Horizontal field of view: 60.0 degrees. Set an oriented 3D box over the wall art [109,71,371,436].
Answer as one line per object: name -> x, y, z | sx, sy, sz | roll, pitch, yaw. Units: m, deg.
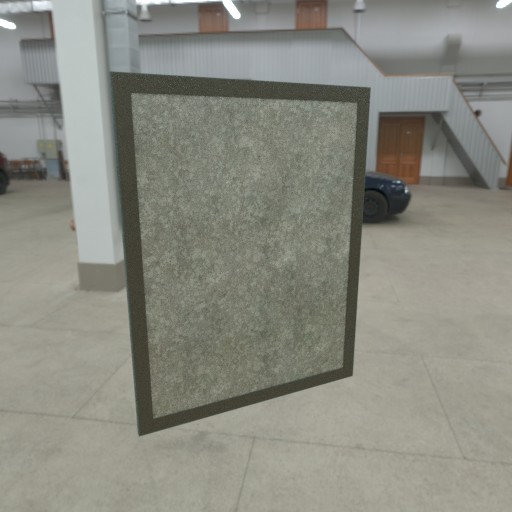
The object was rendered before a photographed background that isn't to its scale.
wall art -> 0.000, 0.000, 1.329 | 0.767, 0.983, 0.030 | -7, 17, -25
